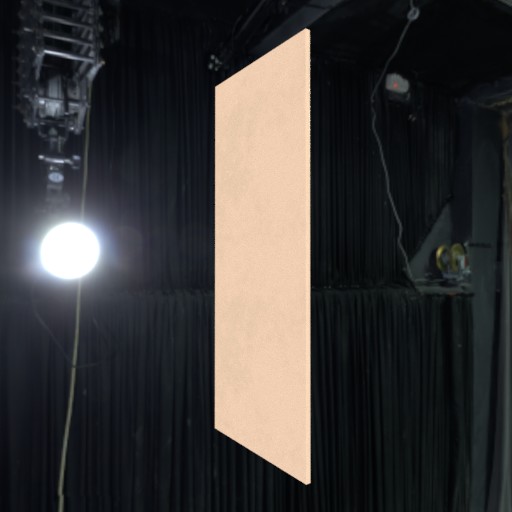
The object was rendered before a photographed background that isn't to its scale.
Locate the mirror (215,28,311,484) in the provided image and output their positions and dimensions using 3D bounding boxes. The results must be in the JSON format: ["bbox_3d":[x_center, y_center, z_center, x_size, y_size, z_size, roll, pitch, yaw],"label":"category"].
[{"bbox_3d":[0.000,0.000,2.315,0.026,2.031,0.812,1,-1,-35],"label":"mirror"}]
